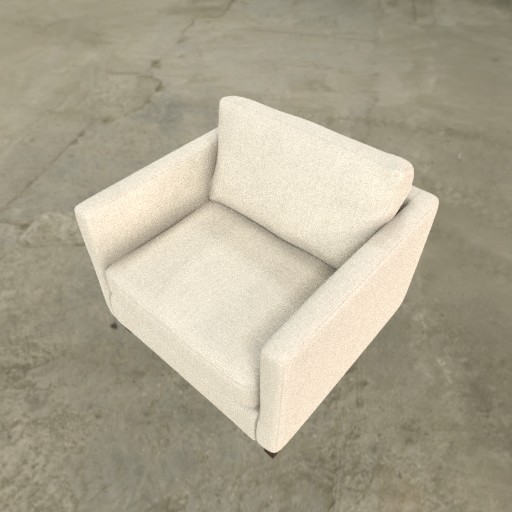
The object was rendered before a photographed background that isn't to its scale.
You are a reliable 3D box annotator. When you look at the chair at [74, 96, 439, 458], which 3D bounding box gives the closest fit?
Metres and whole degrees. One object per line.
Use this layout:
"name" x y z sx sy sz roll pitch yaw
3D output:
"chair" 0.000 0.000 1.765 0.996 0.919 0.959 32 54 28
